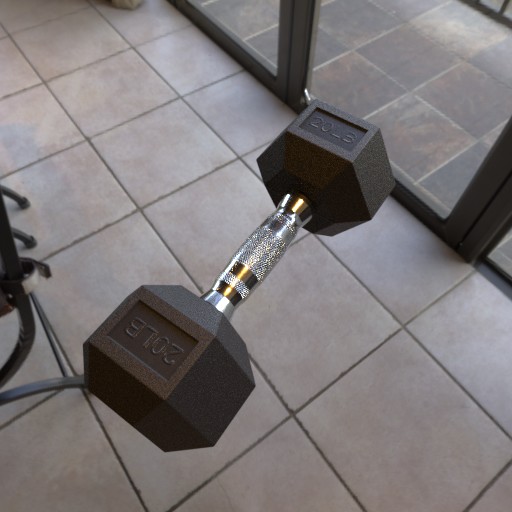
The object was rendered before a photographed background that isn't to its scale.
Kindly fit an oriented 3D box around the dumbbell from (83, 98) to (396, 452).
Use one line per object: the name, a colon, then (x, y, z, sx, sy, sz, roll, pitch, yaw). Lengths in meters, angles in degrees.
dumbbell: (0.000, 0.000, 0.318, 0.106, 0.092, 0.272, 31, 64, 17)
